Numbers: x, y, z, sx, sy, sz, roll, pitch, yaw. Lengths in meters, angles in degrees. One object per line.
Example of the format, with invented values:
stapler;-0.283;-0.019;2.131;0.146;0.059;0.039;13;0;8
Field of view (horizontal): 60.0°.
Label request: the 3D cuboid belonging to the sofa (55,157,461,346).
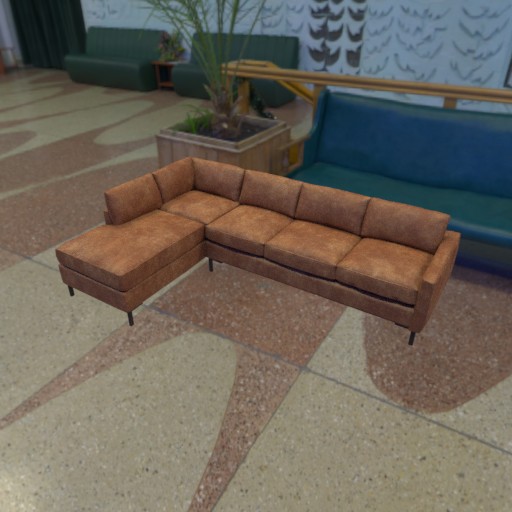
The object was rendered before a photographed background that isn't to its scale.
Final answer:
sofa;0.000;0.000;3.902;2.984;0.877;1.938;18;35;28
